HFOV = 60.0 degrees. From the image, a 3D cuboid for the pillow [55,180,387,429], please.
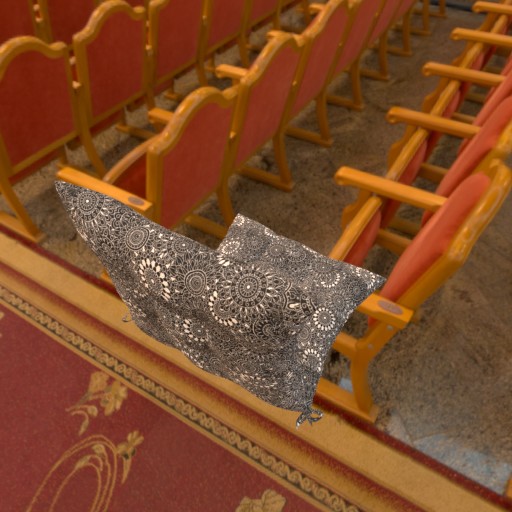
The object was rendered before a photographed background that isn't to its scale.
[{"bbox_3d":[0.000,0.000,1.003,0.541,0.536,0.585,25,52,21],"label":"pillow"}]
